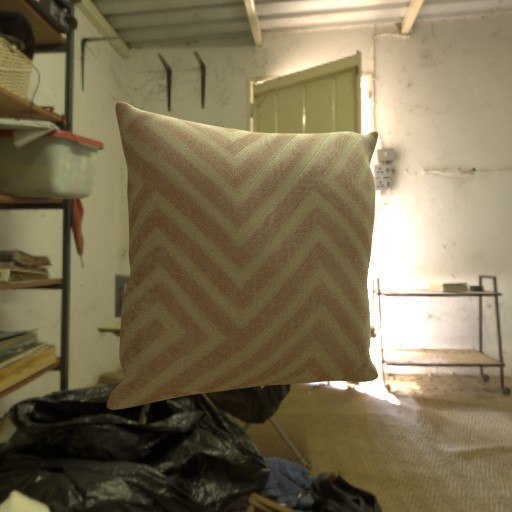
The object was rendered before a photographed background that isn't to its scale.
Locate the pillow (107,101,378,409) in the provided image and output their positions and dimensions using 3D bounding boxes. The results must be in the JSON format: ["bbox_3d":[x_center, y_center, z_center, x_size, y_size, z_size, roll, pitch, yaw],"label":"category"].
[{"bbox_3d":[0.000,0.000,0.690,0.440,0.441,0.182,0,-1,-17],"label":"pillow"}]
